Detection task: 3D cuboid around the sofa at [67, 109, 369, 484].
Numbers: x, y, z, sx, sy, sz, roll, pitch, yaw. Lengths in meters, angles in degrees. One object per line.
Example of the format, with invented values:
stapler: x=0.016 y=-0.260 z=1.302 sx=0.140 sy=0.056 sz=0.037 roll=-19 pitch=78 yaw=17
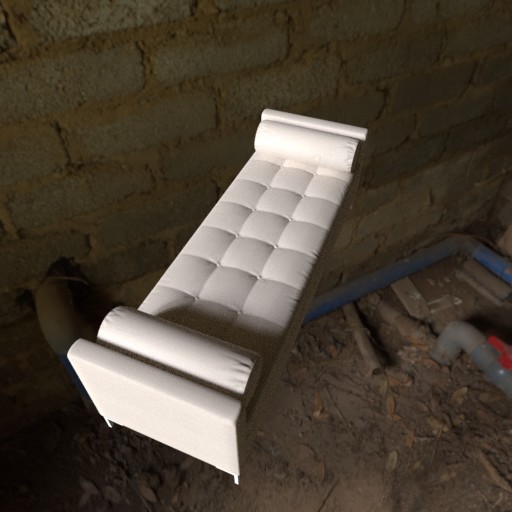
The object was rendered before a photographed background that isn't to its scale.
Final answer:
sofa: x=0.000 y=0.000 z=2.361 sx=0.686 sy=0.635 sz=1.981 roll=17 pitch=48 yaw=15
